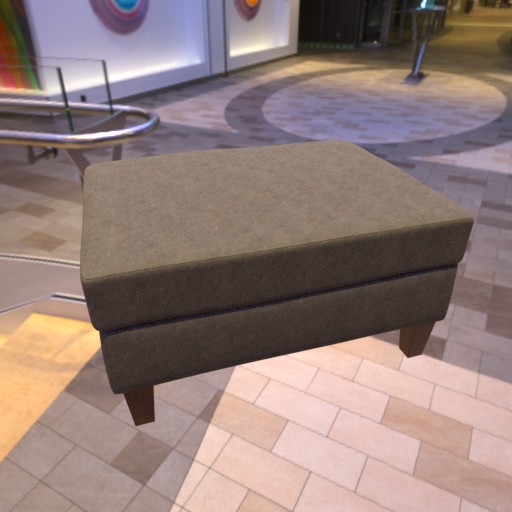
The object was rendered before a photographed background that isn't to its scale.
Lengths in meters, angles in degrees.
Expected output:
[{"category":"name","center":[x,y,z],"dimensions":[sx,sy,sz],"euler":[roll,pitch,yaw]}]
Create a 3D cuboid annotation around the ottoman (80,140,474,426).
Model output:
[{"category":"ottoman","center":[0.000,0.000,1.226],"dimensions":[0.839,0.464,0.639],"euler":[-9,32,-15]}]
